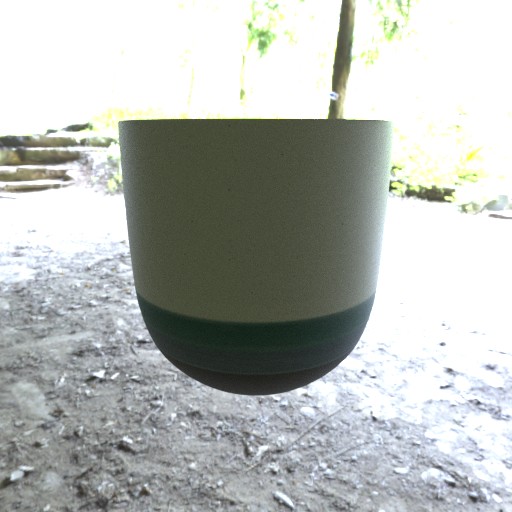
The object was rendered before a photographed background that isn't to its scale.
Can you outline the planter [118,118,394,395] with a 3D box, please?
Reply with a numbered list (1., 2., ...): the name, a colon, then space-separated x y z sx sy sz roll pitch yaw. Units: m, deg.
1. planter: 0.000 0.000 0.369 0.204 0.214 0.204 0 16 0
